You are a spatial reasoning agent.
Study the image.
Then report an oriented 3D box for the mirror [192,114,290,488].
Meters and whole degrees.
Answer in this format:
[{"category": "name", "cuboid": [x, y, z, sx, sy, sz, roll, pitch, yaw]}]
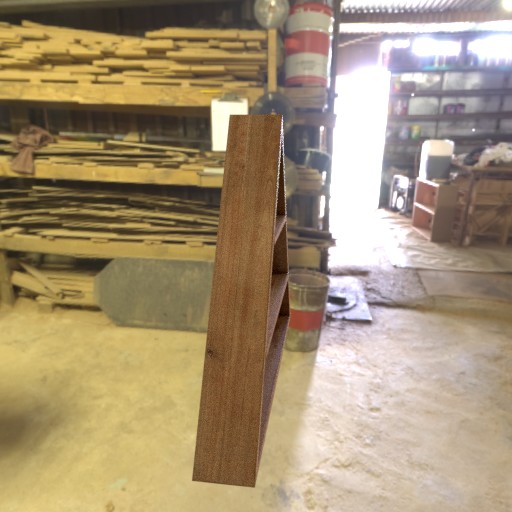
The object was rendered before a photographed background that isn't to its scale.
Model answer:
[{"category": "mirror", "cuboid": [0.000, 0.000, 0.901, 0.100, 0.548, 0.631, 3, 17, 9]}]
